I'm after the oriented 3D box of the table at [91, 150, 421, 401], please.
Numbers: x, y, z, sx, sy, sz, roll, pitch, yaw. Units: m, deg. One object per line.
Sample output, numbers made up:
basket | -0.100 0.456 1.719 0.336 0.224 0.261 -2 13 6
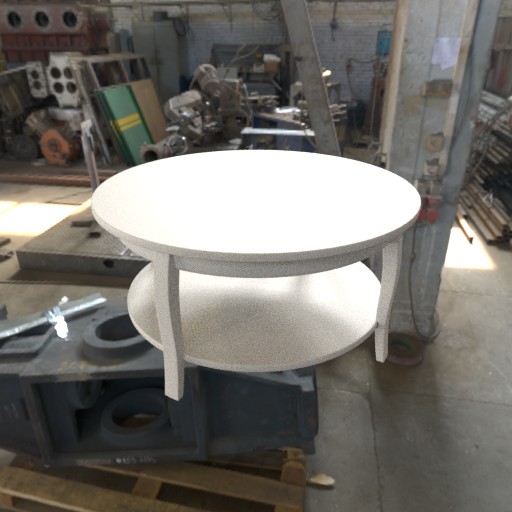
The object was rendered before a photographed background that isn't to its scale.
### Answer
table | 0.000 0.000 1.387 0.910 0.457 0.910 0 26 0
